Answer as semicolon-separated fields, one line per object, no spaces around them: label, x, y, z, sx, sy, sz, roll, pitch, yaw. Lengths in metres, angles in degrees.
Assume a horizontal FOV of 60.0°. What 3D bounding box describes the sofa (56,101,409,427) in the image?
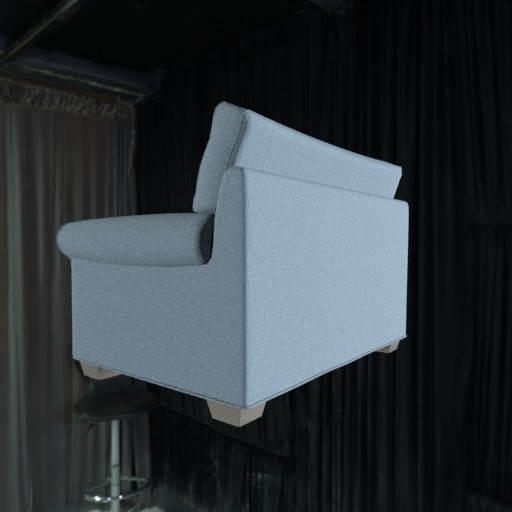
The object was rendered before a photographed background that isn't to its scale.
sofa;0.000;0.000;2.009;0.940;0.953;1.410;1;2;38
